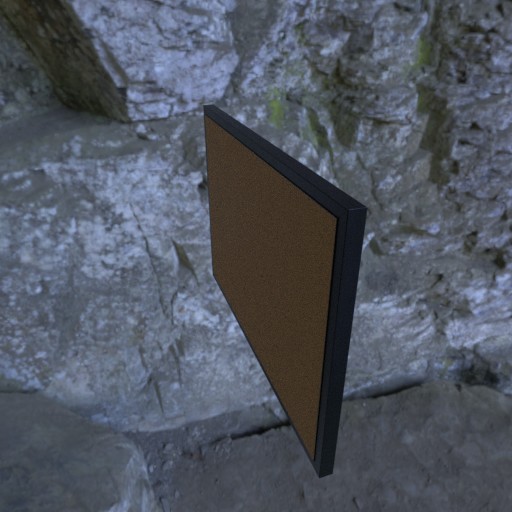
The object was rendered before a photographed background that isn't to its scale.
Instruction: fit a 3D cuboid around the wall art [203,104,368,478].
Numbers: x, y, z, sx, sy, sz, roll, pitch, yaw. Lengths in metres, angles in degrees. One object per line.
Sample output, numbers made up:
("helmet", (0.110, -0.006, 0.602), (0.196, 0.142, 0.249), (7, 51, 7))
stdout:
("wall art", (0.000, 0.000, 0.864), (0.027, 0.458, 0.657), (-10, 30, -17))
